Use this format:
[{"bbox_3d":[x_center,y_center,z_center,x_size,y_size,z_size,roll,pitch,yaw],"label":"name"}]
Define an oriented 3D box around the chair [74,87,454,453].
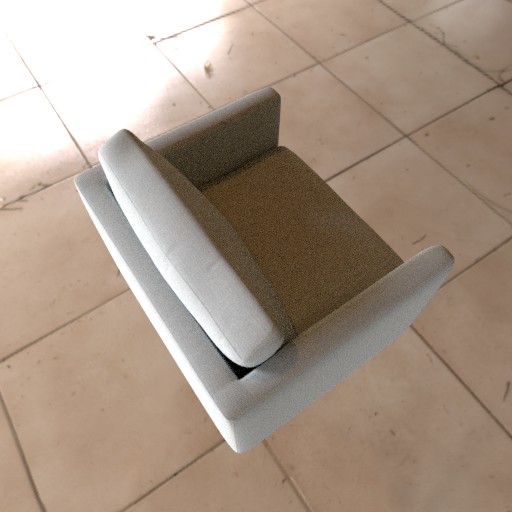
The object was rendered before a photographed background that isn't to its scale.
[{"bbox_3d":[0.000,0.000,1.795,0.953,0.961,1.107,-31,64,-17],"label":"chair"}]
